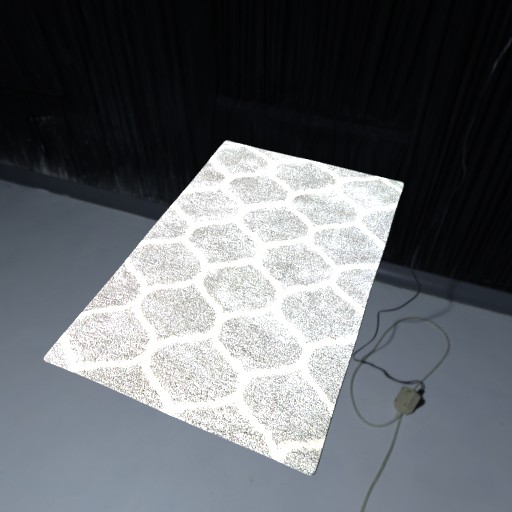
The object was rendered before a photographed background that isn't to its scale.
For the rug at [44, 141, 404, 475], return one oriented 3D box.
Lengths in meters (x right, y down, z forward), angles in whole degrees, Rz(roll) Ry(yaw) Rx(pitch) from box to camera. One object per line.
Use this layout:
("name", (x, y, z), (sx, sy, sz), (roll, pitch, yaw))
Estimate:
("rug", (0.000, 0.000, 3.417), (1.801, 0.026, 2.701), (17, 49, 15))
